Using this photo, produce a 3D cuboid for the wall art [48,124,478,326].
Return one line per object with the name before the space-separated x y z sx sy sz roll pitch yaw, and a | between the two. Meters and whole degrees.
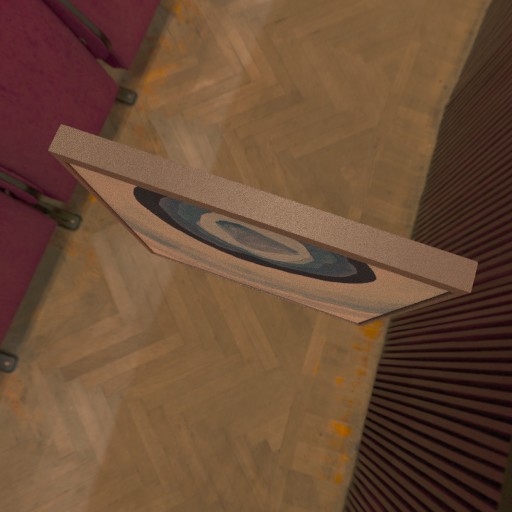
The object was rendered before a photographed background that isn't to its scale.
wall art | 0.000 0.000 0.517 0.349 0.349 0.028 19 78 4
